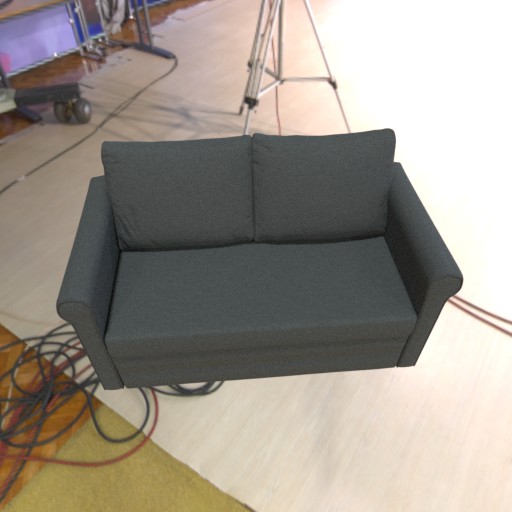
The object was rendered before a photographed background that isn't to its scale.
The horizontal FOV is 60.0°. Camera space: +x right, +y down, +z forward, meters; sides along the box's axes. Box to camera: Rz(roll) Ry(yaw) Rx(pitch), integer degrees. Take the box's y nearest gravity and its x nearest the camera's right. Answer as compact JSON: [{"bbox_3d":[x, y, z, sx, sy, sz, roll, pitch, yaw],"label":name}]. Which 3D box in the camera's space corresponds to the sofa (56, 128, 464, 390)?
[{"bbox_3d":[0.000,0.000,1.932,1.460,0.872,0.741,-3,46,-3],"label":"sofa"}]
